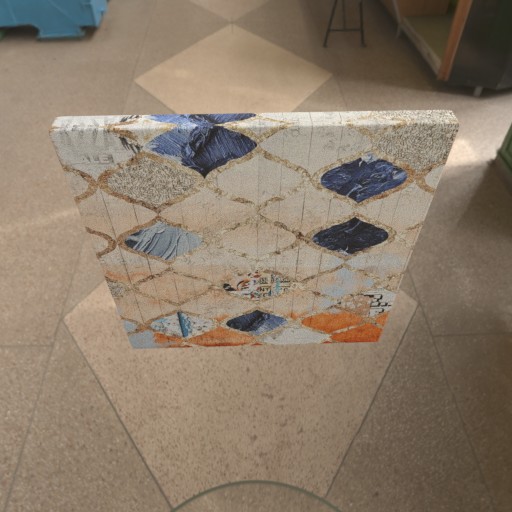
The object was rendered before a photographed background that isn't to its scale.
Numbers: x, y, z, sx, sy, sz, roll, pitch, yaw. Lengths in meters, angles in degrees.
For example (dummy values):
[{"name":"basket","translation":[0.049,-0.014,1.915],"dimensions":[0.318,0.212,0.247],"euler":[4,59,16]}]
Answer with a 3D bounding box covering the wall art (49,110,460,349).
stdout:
[{"name":"wall art","translation":[0.000,0.000,0.741],"dimensions":[0.507,0.508,0.038],"euler":[-1,47,-1]}]
